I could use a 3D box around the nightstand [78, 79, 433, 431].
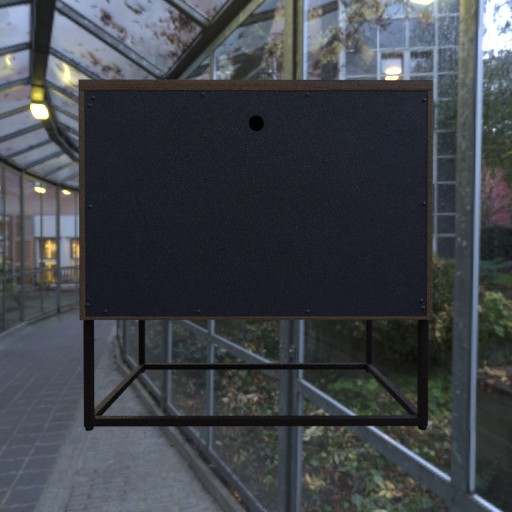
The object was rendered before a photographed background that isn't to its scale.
[{"bbox_3d":[0.000,0.000,0.979,0.610,0.610,0.437,0,1,0],"label":"nightstand"}]
